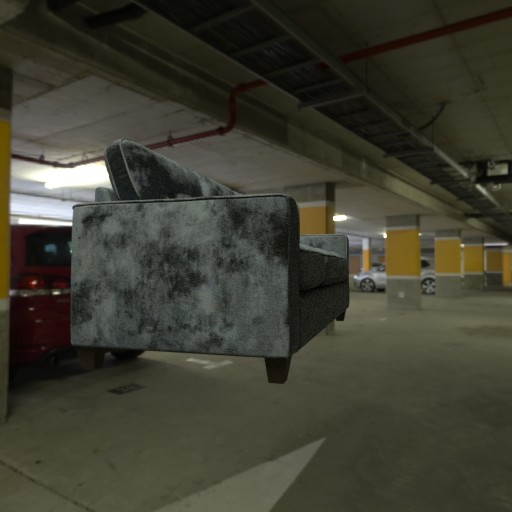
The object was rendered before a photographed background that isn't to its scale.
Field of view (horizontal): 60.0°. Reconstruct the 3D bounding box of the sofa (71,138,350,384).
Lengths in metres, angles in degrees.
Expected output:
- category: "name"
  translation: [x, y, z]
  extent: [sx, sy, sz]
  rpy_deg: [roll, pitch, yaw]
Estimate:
- category: "sofa"
  translation: [0.000, 0.000, 2.655]
  extent: [0.939, 0.965, 2.133]
  rpy_deg: [0, -2, 17]
